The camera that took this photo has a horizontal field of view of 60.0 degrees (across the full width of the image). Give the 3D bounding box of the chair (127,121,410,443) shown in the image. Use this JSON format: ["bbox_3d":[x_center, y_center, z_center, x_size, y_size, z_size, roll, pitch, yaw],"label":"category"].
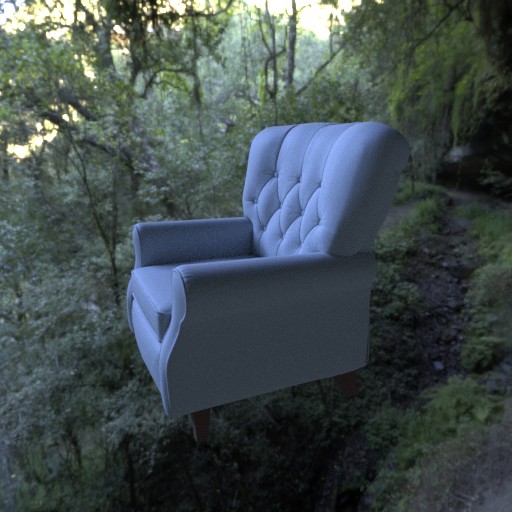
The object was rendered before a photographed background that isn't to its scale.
[{"bbox_3d":[0.000,0.000,2.100,1.128,1.217,1.090,-7,18,-24],"label":"chair"}]
